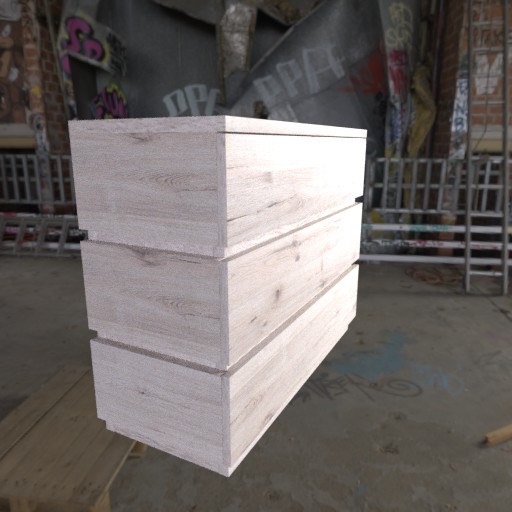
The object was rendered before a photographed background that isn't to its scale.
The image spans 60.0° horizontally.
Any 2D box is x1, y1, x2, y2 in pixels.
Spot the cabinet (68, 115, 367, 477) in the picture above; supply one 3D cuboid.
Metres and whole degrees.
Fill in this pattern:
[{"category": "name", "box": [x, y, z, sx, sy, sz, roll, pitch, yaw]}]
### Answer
[{"category": "cabinet", "box": [0.000, 0.000, 1.461, 0.420, 0.820, 1.040, 7, 16, 27]}]
